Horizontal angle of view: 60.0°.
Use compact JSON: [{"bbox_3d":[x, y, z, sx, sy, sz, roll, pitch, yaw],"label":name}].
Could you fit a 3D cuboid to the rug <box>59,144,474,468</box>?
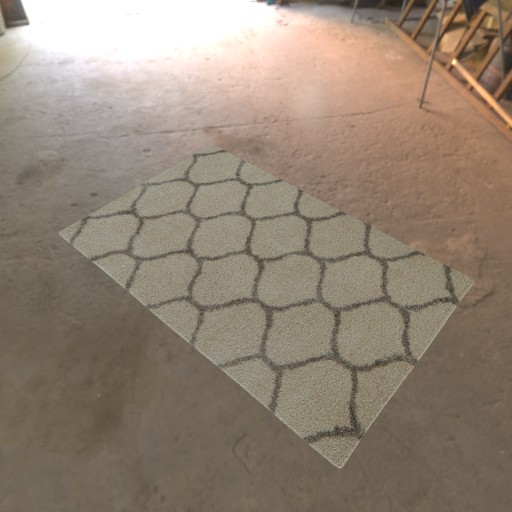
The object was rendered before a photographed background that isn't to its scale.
[{"bbox_3d":[0.000,0.000,2.931,2.348,0.024,1.501,33,55,27],"label":"rug"}]
